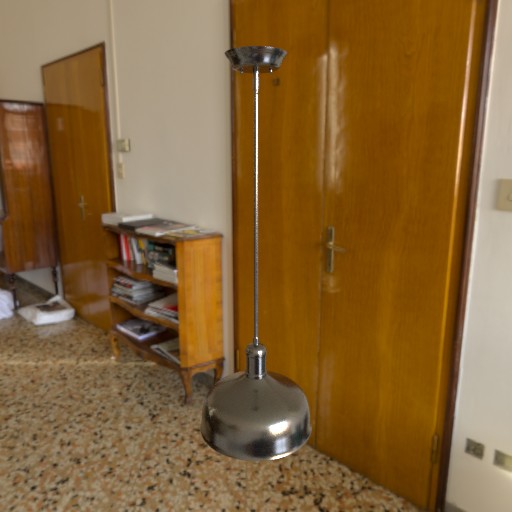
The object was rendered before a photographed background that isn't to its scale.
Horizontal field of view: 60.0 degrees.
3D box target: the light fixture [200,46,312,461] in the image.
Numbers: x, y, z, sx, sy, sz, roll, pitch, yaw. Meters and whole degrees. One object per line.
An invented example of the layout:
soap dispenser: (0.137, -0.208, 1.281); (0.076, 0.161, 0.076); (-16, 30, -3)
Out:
light fixture: (0.000, 0.000, 1.102); (0.299, 0.935, 0.299); (2, 12, 9)
